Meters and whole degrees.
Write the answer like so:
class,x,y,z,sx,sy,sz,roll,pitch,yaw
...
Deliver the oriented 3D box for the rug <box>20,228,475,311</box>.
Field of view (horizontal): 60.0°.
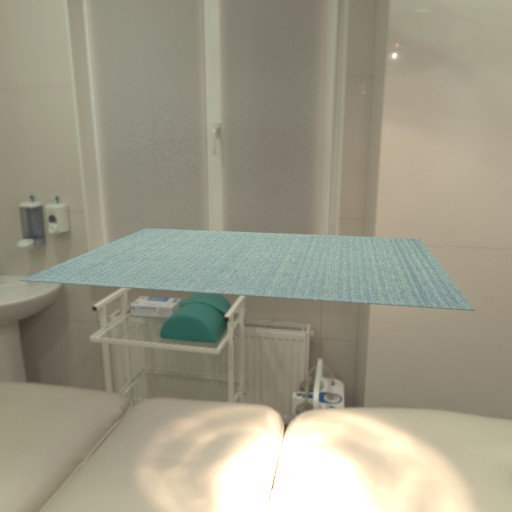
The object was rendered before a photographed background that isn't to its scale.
class,x,y,z,sx,sy,sz,roll,pitch,yaw
rug,0.000,0.000,3.700,2.895,0.006,1.982,3,14,11
